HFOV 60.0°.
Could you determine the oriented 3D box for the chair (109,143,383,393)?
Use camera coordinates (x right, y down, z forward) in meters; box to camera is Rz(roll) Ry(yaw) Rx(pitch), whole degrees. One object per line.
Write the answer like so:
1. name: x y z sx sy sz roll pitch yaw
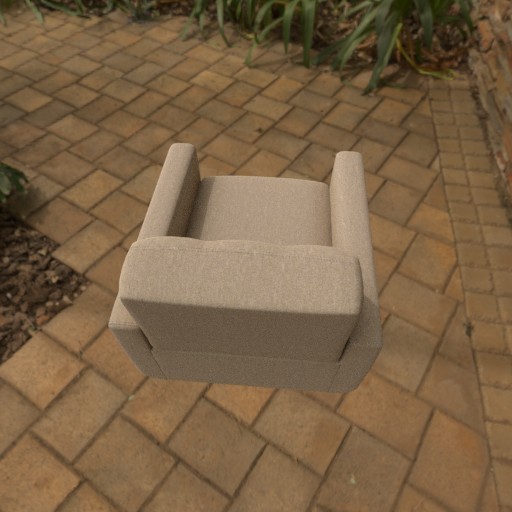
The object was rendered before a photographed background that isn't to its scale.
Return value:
1. chair: 0.000 0.000 1.837 0.897 0.965 1.128 4 48 3
